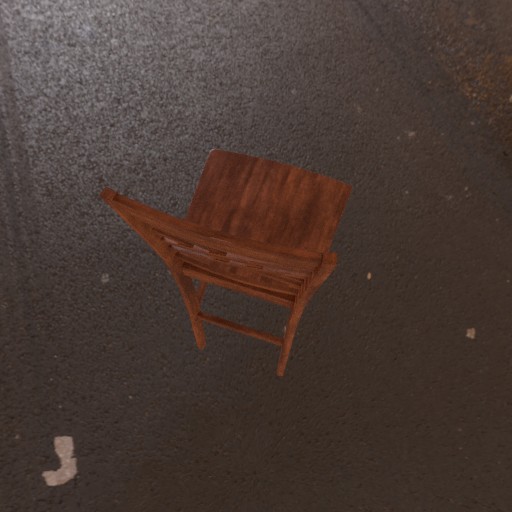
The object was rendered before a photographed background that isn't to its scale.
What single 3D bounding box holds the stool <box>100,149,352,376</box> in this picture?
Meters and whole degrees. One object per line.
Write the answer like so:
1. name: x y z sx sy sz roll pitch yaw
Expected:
1. stool: 0.000 0.000 1.345 0.433 1.105 0.487 17 65 8
